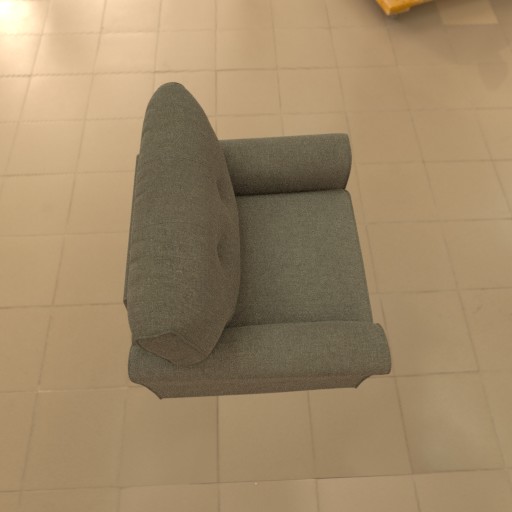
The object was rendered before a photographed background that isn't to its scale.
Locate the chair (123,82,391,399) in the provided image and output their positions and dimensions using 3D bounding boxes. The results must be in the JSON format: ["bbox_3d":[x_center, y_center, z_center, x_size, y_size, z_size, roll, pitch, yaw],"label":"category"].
[{"bbox_3d":[0.000,0.000,1.634,0.816,0.890,0.941,-3,63,-1],"label":"chair"}]
